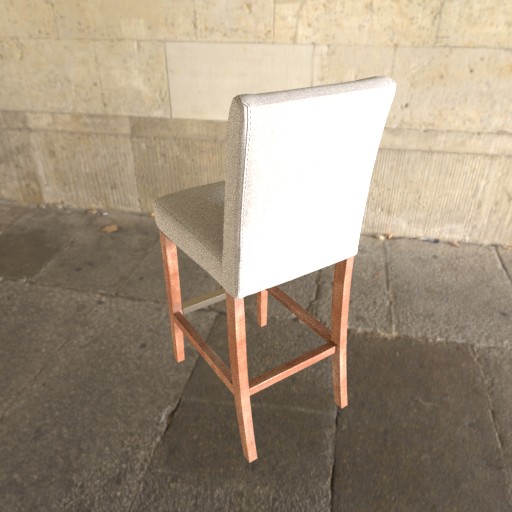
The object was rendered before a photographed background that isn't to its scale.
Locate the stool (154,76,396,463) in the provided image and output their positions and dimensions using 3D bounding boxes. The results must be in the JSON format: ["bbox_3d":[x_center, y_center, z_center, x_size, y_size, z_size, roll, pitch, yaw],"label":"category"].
[{"bbox_3d":[0.000,0.000,1.386,0.439,1.088,0.570,-19,36,-28],"label":"stool"}]
